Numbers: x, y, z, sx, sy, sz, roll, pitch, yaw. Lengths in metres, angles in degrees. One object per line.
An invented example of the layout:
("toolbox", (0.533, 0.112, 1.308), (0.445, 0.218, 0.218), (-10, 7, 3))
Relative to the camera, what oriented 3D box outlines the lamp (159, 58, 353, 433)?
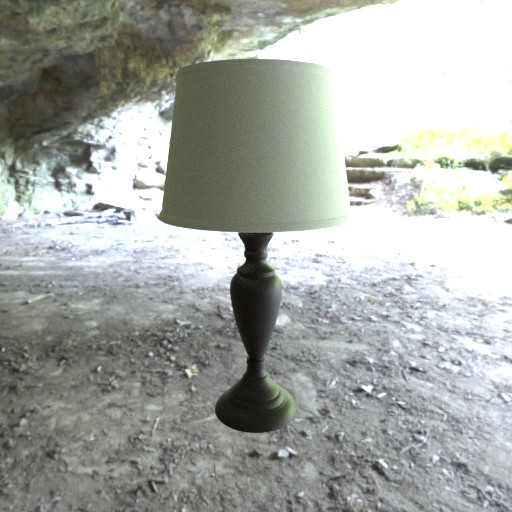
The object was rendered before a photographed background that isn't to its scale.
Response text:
("lamp", (0.000, 0.000, 0.796), (0.335, 0.611, 0.335), (0, 13, 0))
